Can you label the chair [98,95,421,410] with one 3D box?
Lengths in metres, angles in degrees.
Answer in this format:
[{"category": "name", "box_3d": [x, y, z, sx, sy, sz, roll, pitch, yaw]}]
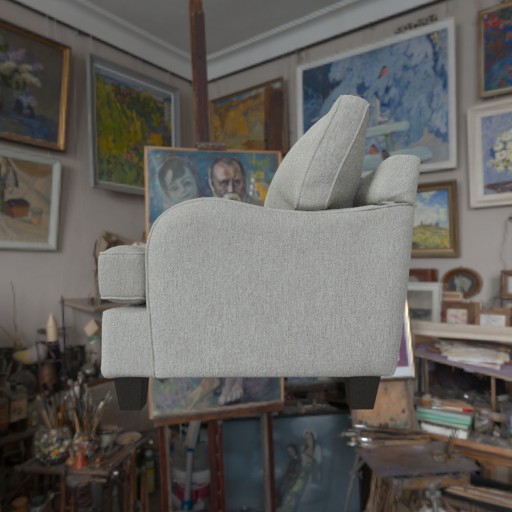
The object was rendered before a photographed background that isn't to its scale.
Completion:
[{"category": "chair", "box_3d": [0.000, 0.000, 1.977, 1.041, 1.016, 1.220, 0, -1, 0]}]
